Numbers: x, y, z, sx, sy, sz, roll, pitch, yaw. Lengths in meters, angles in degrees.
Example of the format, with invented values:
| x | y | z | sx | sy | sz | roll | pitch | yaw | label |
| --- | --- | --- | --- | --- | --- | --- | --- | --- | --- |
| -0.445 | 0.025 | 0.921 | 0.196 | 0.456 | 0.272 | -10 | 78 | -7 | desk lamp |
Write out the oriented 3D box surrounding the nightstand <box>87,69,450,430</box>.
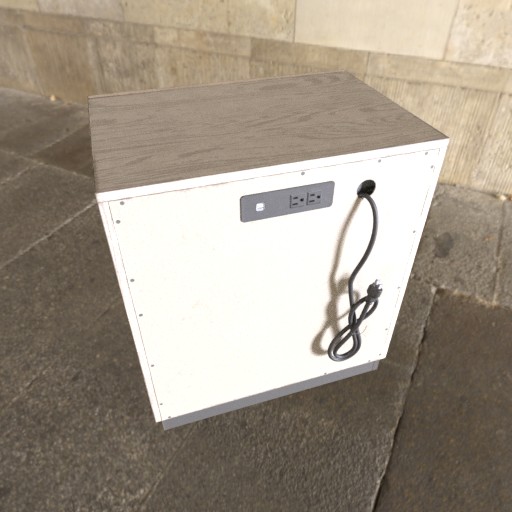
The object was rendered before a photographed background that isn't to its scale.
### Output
| x | y | z | sx | sy | sz | roll | pitch | yaw | label |
| --- | --- | --- | --- | --- | --- | --- | --- | --- | --- |
| 0.000 | 0.000 | 1.064 | 0.612 | 0.673 | 0.483 | -12 | 41 | -14 | nightstand |
